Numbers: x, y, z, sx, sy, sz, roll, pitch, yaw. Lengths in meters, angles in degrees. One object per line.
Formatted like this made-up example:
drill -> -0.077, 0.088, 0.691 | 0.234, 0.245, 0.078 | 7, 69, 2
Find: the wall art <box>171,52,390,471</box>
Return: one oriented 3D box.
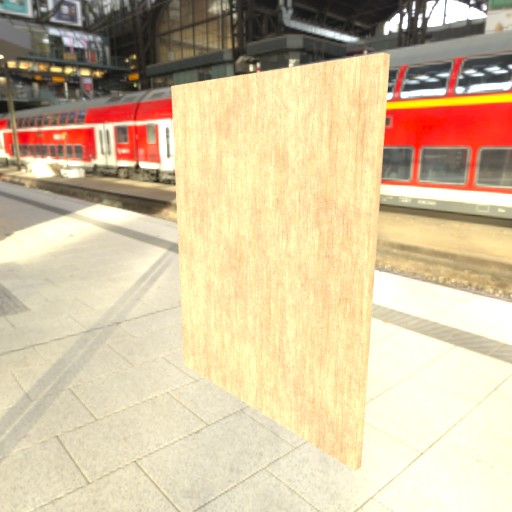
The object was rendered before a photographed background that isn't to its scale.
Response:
wall art -> 0.000, 0.000, 0.894 | 0.018, 0.686, 0.534 | -13, 20, -42
